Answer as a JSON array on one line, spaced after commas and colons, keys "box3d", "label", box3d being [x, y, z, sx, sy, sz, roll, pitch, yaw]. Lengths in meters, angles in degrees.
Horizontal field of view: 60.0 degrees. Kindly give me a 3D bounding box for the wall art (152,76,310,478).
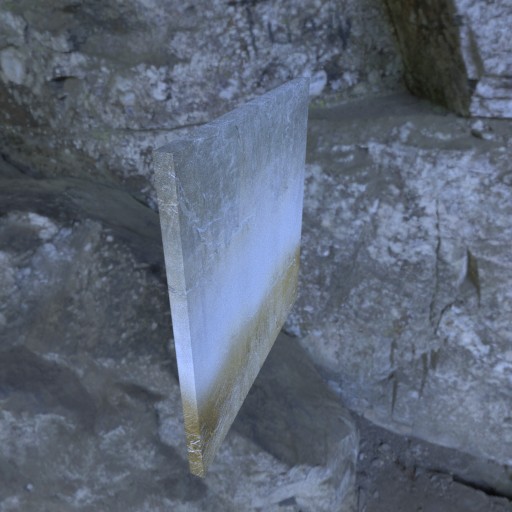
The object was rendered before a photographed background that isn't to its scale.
[{"box3d": [0.000, 0.000, 1.636, 0.051, 1.091, 1.092, 11, 32, 18], "label": "wall art"}]
